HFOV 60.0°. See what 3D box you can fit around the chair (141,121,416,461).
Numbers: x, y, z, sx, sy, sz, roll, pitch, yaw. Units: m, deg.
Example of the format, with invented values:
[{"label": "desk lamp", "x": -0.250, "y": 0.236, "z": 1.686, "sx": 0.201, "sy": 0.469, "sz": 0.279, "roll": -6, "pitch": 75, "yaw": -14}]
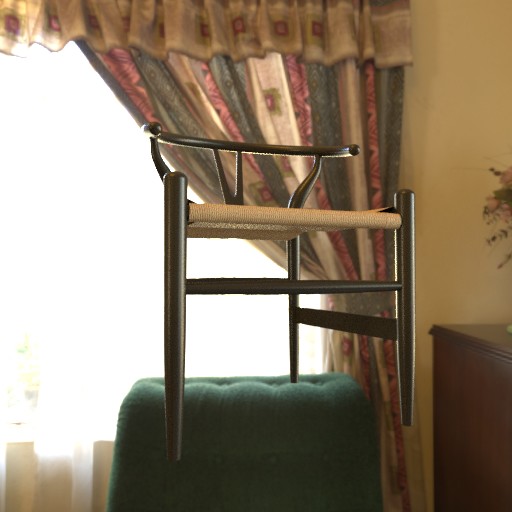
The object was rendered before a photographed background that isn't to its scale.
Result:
[{"label": "chair", "x": 0.000, "y": 0.000, "z": 1.130, "sx": 0.570, "sy": 0.739, "sz": 0.570, "roll": 1, "pitch": -2, "yaw": -20}]
